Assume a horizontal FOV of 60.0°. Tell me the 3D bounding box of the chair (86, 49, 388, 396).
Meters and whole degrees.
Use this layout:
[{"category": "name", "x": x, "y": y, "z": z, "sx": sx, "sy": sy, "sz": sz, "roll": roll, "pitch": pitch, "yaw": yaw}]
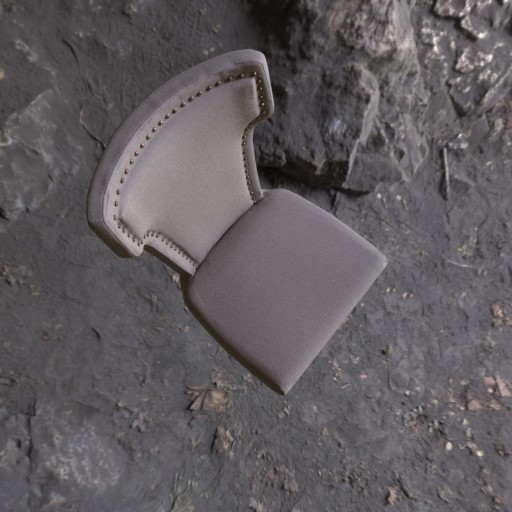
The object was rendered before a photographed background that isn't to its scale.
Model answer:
[{"category": "chair", "x": 0.000, "y": 0.000, "z": 1.296, "sx": 0.630, "sy": 0.955, "sz": 0.526, "roll": 39, "pitch": 78, "yaw": 10}]
